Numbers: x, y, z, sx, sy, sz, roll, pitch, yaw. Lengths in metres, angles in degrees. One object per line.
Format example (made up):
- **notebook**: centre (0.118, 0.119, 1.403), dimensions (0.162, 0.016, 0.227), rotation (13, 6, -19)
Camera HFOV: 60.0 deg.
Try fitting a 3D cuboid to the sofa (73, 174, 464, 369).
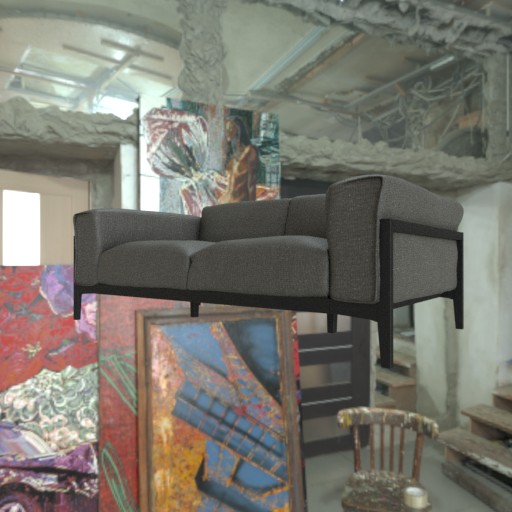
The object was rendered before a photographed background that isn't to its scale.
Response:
- **sofa**: centre (0.000, 0.000, 2.152), dimensions (1.690, 0.656, 0.960), rotation (0, 0, 37)
